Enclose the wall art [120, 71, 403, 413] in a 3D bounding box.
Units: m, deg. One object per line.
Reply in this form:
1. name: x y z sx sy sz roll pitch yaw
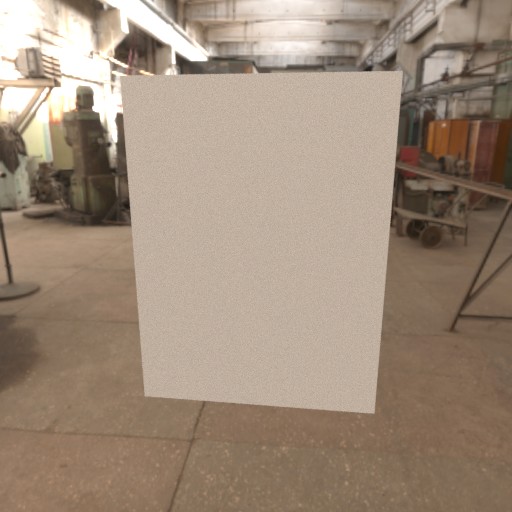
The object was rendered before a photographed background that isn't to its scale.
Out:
1. wall art: 0.000 0.000 0.795 0.457 0.610 0.003 2 16 7
